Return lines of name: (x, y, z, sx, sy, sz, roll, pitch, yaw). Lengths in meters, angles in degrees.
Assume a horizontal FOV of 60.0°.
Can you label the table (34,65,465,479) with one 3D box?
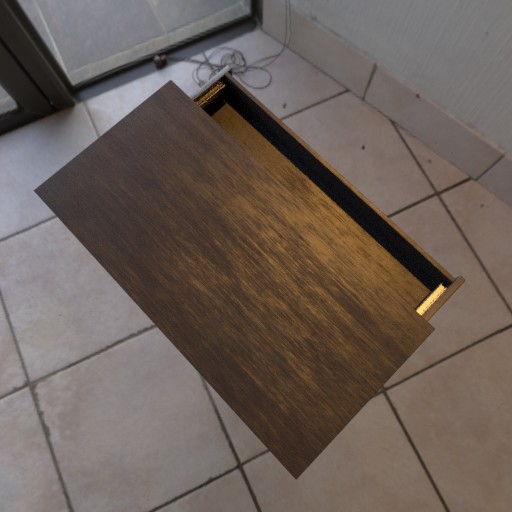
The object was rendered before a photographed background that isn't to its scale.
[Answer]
table: (0.000, 0.000, 1.449, 0.712, 0.570, 1.000, -43, 80, -10)
